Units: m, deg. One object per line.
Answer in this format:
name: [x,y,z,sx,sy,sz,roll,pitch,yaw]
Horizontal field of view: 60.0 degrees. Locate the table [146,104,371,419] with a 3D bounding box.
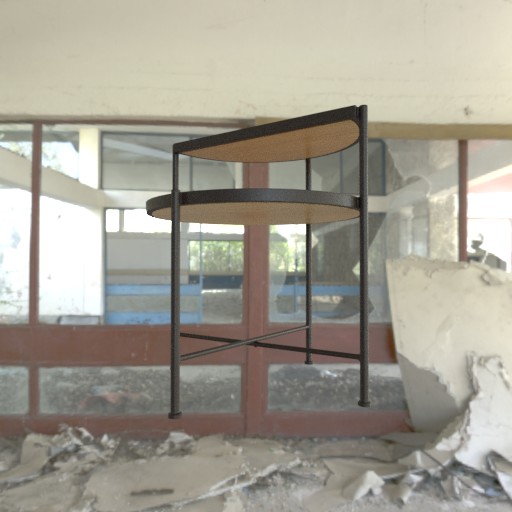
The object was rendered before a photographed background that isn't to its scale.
table: [0.000,0.000,1.183,0.629,0.684,0.628,-1,-1,35]
